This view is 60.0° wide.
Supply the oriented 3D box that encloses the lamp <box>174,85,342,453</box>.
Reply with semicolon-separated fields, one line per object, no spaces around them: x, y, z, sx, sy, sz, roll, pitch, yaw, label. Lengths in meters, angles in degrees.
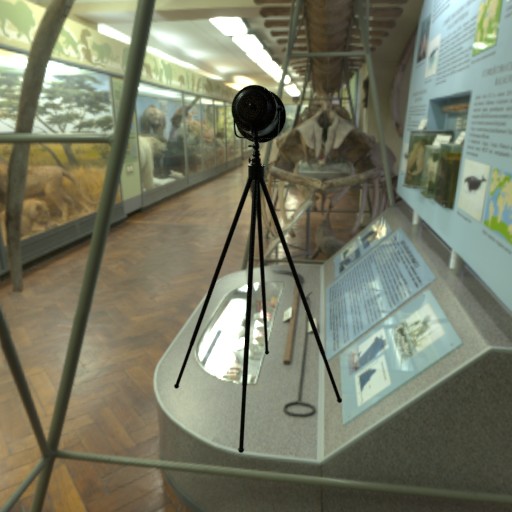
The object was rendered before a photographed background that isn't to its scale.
0.000;0.000;2.095;0.879;1.504;0.884;2;16;8;lamp
